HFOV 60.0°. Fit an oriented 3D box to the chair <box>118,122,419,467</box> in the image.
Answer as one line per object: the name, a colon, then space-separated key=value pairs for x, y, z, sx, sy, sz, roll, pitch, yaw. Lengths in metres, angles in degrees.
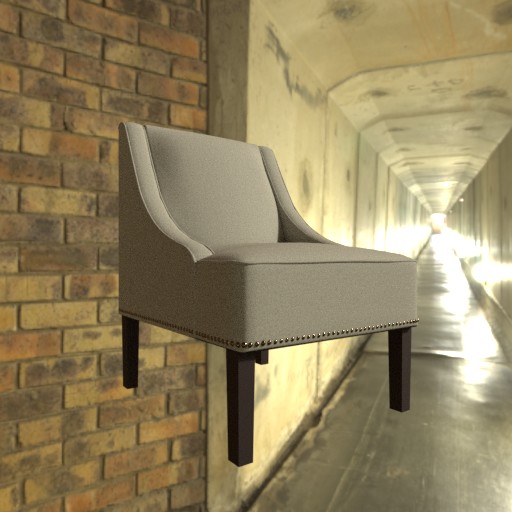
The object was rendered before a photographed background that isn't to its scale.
chair: x=0.000 y=0.000 z=1.333 sx=0.610 sy=0.864 sz=0.737 roll=0 pitch=0 yaw=-36
